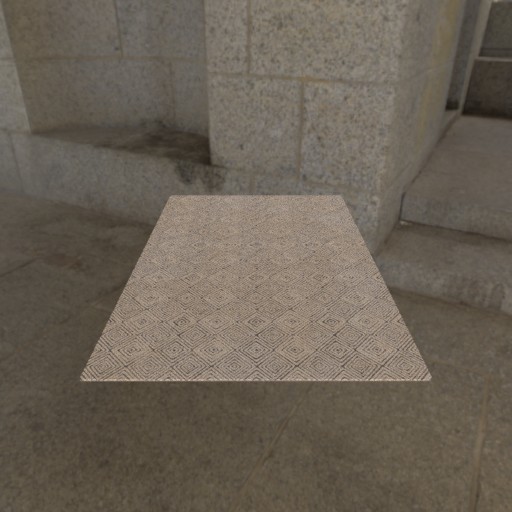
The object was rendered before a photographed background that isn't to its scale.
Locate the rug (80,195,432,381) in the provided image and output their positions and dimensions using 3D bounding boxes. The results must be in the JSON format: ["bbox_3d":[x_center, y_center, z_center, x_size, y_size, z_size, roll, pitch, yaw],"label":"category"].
[{"bbox_3d":[0.000,0.000,2.262,1.175,0.008,1.783,0,28,0],"label":"rug"}]
